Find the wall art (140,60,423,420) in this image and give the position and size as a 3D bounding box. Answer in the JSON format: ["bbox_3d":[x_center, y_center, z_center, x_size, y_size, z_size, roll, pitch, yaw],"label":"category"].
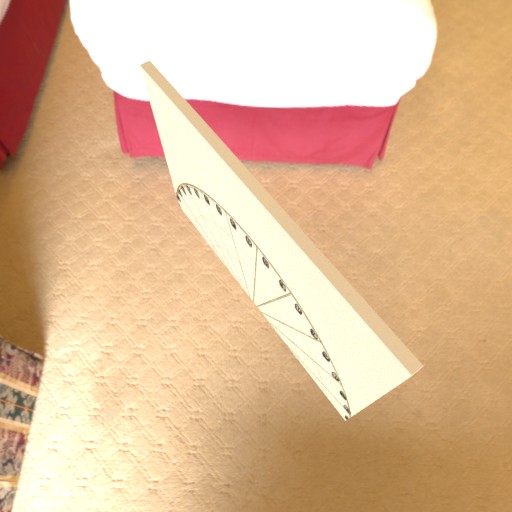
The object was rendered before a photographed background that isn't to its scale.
[{"bbox_3d":[0.000,0.000,1.472,0.038,0.767,1.144,-33,68,-15],"label":"wall art"}]
